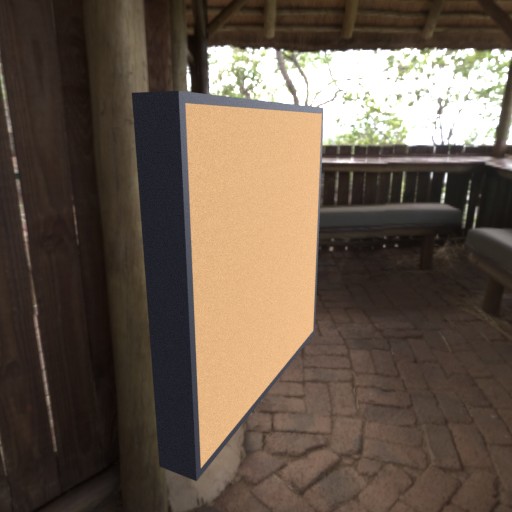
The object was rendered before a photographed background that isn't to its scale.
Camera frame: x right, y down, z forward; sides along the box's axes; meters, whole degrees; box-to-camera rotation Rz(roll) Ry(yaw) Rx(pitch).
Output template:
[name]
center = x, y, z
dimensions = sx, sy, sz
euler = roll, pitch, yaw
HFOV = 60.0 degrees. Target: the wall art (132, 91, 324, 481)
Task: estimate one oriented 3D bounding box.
[wall art]
center = 0.000, 0.000, 0.464
dimensions = 0.038, 0.304, 0.304
euler = 8, 18, 25
